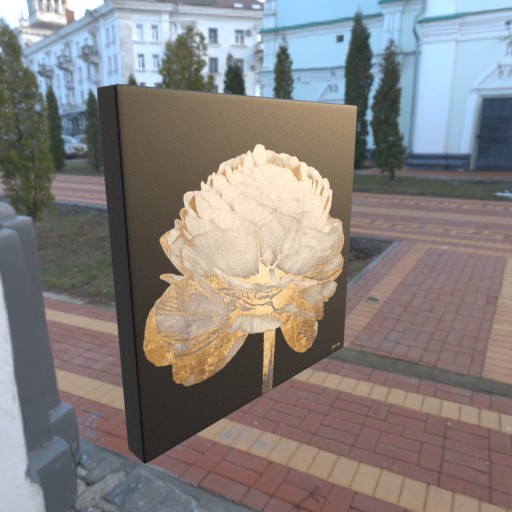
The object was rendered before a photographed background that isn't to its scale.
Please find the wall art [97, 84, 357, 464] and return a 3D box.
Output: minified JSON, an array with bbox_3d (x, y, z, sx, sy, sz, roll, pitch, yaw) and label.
[{"bbox_3d":[0.000,0.000,0.604,0.041,0.407,0.406,14,21,42],"label":"wall art"}]
